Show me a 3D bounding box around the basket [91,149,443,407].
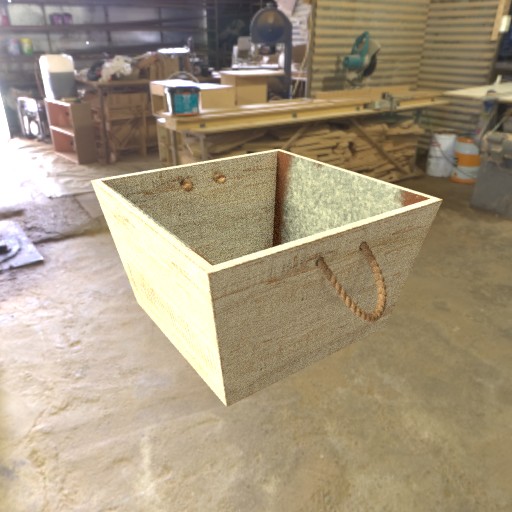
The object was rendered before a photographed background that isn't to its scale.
[{"bbox_3d":[0.000,0.000,0.781,0.413,0.247,0.545,-17,31,-31],"label":"basket"}]
